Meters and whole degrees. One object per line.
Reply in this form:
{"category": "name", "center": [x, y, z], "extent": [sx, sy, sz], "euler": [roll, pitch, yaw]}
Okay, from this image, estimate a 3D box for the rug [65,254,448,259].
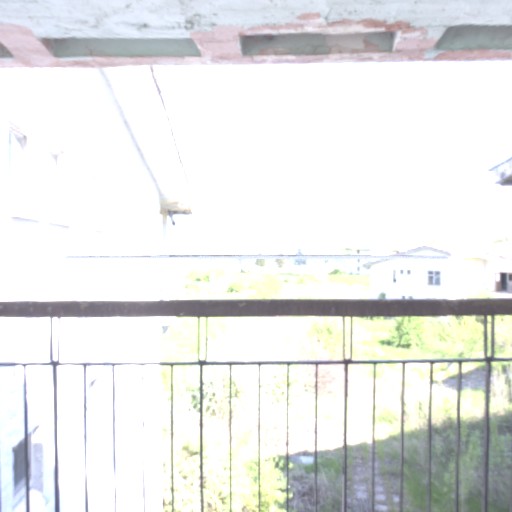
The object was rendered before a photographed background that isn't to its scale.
{"category": "rug", "center": [0.000, 0.000, 2.877], "extent": [1.514, 0.014, 2.275], "euler": [0, 0, 0]}
